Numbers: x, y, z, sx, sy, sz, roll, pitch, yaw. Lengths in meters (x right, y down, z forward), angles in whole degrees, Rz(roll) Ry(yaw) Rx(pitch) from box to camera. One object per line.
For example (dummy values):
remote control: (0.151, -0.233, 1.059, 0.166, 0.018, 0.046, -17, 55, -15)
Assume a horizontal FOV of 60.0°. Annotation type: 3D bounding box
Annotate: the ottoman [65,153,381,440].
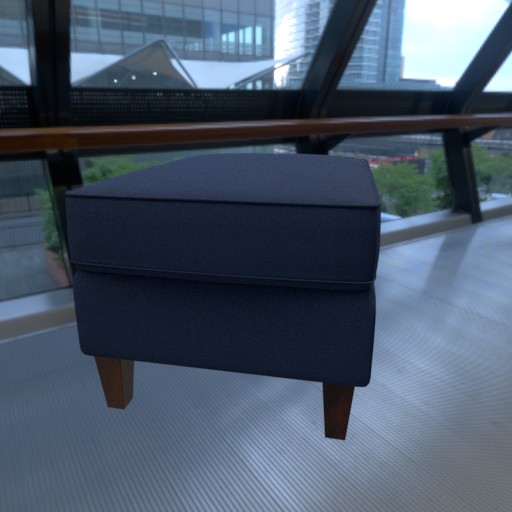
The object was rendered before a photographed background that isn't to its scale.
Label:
ottoman: (0.000, 0.000, 1.385, 0.686, 0.584, 0.965, 4, 18, 11)
